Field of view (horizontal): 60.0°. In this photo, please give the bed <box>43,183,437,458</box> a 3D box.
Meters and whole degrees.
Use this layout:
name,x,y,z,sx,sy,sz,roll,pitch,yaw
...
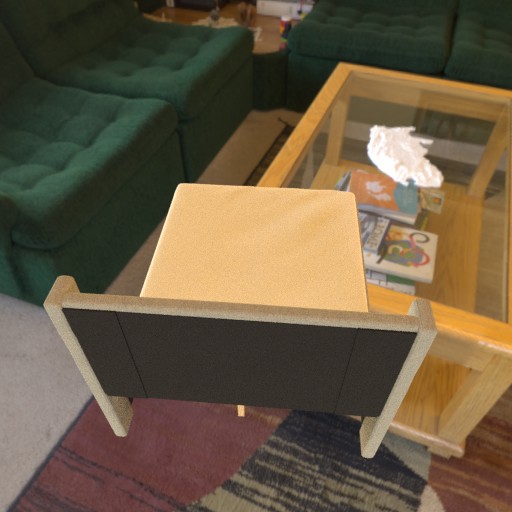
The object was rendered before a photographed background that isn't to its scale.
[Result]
name,x,y,z,sx,sy,sz,roll,pitch,yaw
bed,0.000,0.000,3.265,1.774,1.491,2.222,3,46,3
